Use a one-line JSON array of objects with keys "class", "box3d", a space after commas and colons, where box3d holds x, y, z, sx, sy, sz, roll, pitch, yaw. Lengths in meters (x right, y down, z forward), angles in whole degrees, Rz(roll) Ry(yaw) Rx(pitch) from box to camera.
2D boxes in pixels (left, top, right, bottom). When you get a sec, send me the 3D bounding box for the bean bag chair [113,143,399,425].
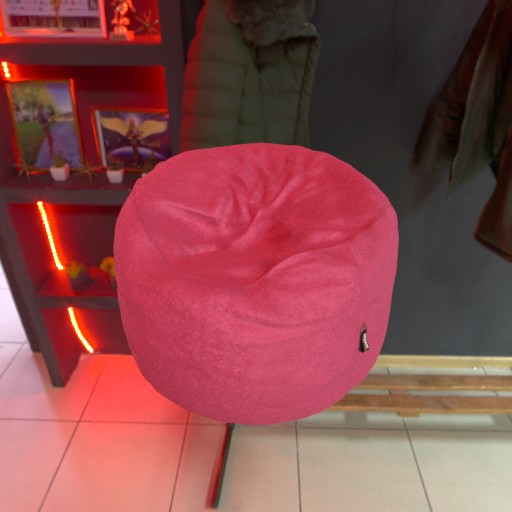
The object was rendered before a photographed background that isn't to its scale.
[{"class": "bean bag chair", "box3d": [0.000, 0.000, 1.959, 1.218, 0.788, 1.218, 0, 31, 0]}]
